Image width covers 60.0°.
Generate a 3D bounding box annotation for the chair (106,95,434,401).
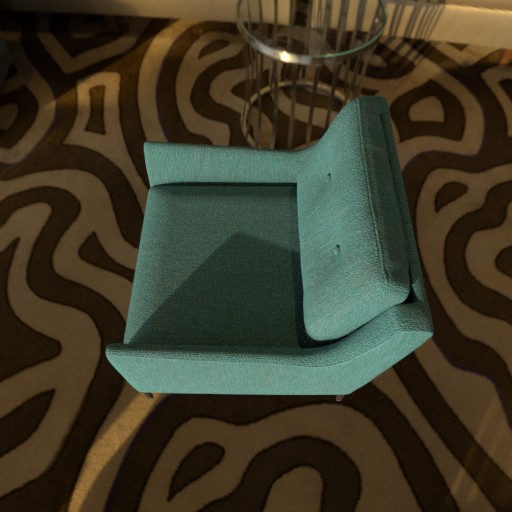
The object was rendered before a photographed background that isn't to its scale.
[{"bbox_3d":[0.000,0.000,1.533,0.849,0.828,0.847,0,60,0],"label":"chair"}]
